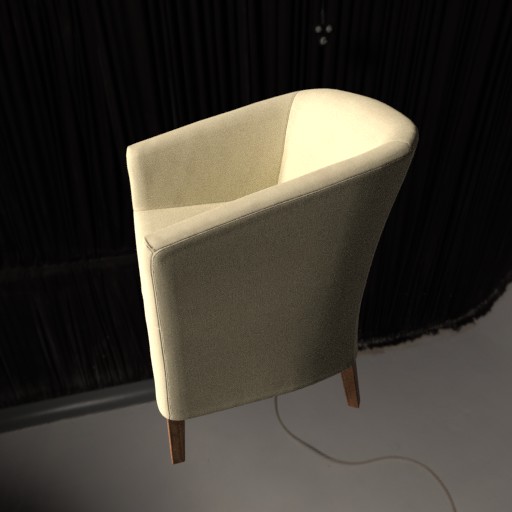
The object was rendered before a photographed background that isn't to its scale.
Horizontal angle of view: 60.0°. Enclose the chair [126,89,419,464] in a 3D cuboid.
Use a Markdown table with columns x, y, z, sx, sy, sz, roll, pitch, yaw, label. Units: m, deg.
| x | y | z | sx | sy | sz | roll | pitch | yaw | label |
| --- | --- | --- | --- | --- | --- | --- | --- | --- | --- |
| 0.000 | 0.000 | 1.263 | 0.657 | 0.822 | 0.643 | -9 | 32 | -14 | chair |
